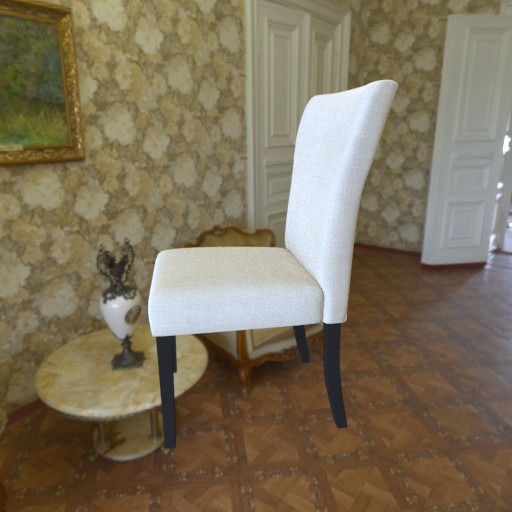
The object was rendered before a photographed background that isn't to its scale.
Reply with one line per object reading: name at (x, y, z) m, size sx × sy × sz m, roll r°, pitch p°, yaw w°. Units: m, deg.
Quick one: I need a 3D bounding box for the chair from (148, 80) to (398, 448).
chair at (0.000, 0.000, 1.282) m, size 0.597 × 0.921 × 0.509 m, roll -3°, pitch 16°, yaw -9°
